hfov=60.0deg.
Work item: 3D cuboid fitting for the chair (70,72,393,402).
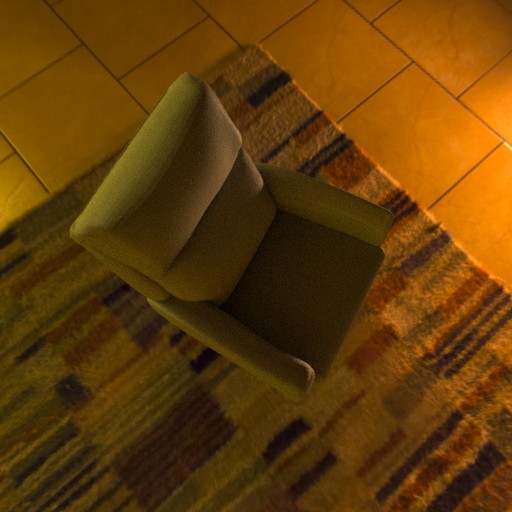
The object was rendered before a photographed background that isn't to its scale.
[{"bbox_3d":[0.000,0.000,1.688,0.940,1.016,0.794,28,77,7],"label":"chair"}]
